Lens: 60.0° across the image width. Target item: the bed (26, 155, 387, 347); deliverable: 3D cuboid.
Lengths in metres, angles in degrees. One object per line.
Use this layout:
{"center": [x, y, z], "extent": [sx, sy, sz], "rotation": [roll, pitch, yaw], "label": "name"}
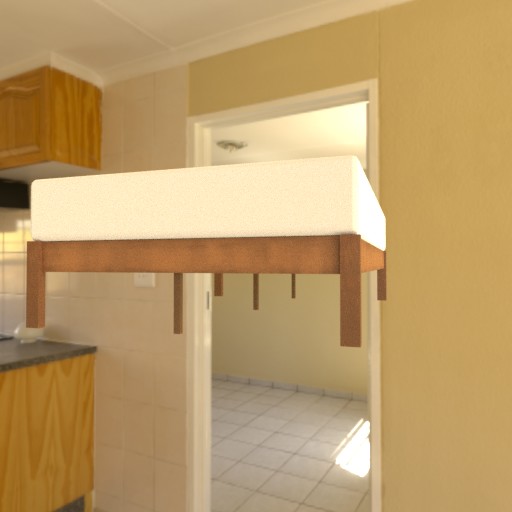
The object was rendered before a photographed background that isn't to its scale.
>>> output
{"center": [0.000, 0.000, 2.528], "extent": [1.348, 0.616, 1.927], "rotation": [0, -1, 19], "label": "bed"}
